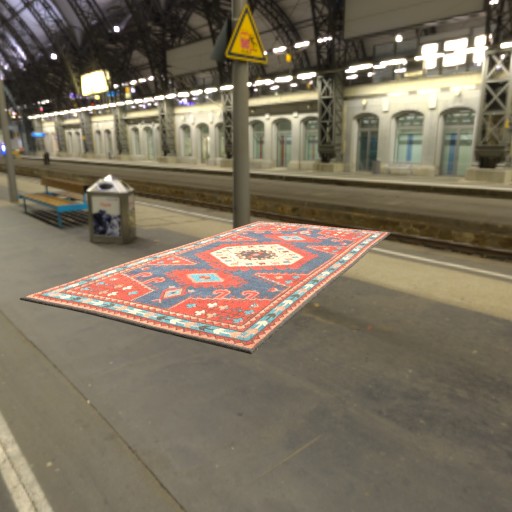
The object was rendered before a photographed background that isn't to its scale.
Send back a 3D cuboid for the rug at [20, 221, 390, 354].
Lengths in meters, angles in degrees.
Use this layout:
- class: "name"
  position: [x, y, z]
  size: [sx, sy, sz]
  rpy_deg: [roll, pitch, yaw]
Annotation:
- class: "rug"
  position: [0.000, 0.000, 3.535]
  size: [1.522, 0.034, 3.032]
  rpy_deg: [7, 16, 26]
